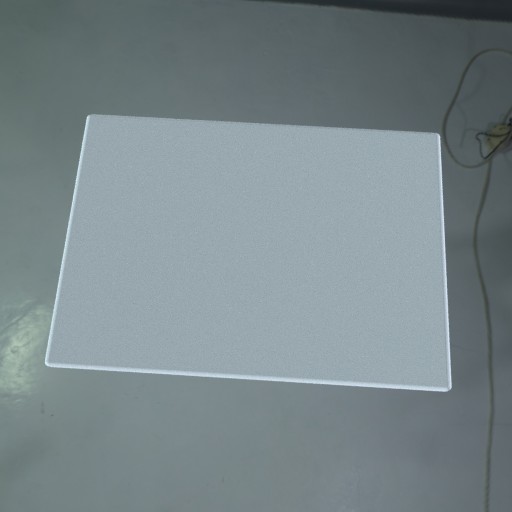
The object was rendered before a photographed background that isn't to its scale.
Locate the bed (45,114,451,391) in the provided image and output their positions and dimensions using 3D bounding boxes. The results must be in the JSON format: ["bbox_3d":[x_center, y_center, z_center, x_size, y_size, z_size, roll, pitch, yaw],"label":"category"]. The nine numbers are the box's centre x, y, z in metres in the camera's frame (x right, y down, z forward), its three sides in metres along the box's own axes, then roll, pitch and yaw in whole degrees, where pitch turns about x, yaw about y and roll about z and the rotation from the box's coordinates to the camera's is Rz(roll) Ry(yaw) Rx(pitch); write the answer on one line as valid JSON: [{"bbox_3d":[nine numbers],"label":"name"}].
[{"bbox_3d":[0.000,0.000,2.520,1.927,0.616,1.348,3,76,1],"label":"bed"}]
